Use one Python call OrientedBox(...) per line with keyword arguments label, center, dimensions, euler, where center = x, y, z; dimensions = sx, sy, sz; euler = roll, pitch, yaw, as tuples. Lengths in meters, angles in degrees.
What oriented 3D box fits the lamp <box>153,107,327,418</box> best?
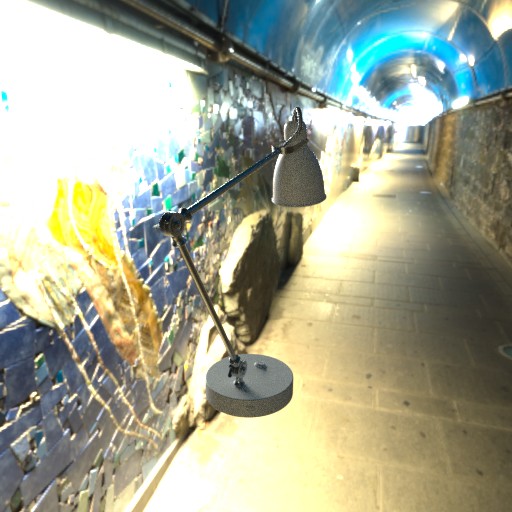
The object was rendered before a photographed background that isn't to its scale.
OrientedBox(label="lamp", center=(0.000, 0.000, 0.897), dimensions=(0.187, 0.587, 0.561), euler=(8, 18, 27))
